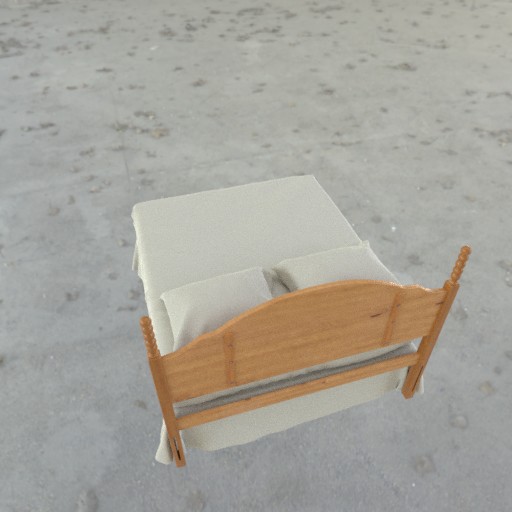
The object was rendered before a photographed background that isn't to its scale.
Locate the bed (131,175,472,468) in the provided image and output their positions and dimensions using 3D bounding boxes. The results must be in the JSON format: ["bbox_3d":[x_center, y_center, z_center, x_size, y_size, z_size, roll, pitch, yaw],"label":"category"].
[{"bbox_3d":[0.000,0.000,3.193,1.873,1.356,2.040,-11,42,-13],"label":"bed"}]
